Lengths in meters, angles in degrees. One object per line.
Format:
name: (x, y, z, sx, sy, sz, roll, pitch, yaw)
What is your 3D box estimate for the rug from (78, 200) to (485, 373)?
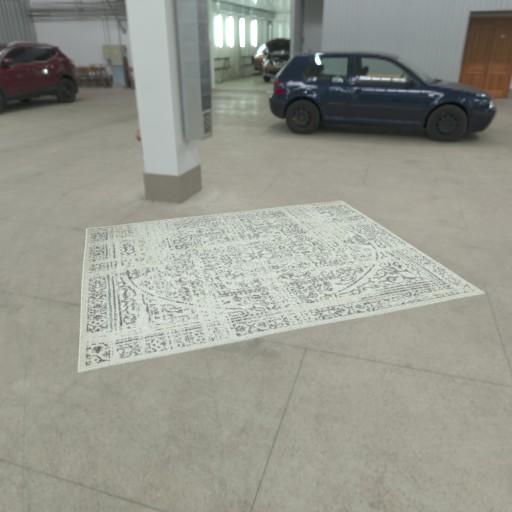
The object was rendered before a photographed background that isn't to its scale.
rug: (0.000, 0.000, 3.937, 2.921, 0.032, 2.311, -8, 27, -16)
